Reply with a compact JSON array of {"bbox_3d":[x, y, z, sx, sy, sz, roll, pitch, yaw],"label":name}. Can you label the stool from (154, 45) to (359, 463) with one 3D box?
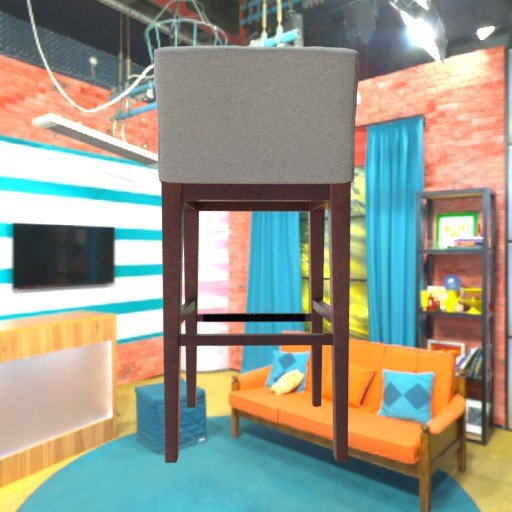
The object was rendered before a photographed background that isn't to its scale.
[{"bbox_3d":[0.000,0.000,1.308,0.511,1.037,0.500,0,0,-1],"label":"stool"}]
